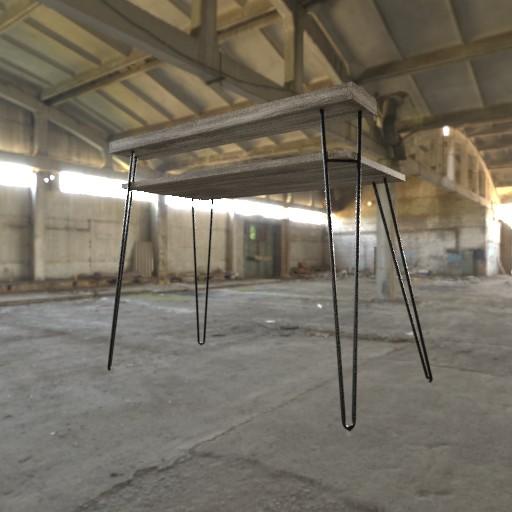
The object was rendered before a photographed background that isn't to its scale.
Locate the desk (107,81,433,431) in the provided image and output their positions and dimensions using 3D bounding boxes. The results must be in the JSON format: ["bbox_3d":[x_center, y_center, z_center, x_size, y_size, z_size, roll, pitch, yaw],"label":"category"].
[{"bbox_3d":[0.000,0.000,1.674,1.135,0.899,0.605,0,0,36],"label":"desk"}]
